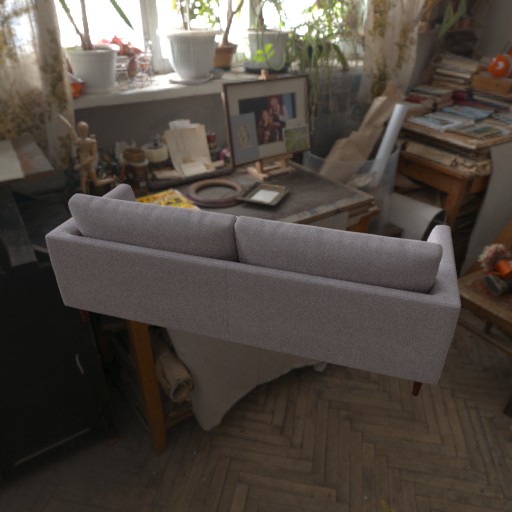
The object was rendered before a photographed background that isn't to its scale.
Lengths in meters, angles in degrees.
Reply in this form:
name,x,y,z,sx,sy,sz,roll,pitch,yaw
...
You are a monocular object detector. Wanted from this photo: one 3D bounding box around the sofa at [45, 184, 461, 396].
name,x,y,z,sx,sy,sz,roll,pitch,yaw
sofa,0.000,0.000,2.777,2.250,0.868,1.020,9,33,15
